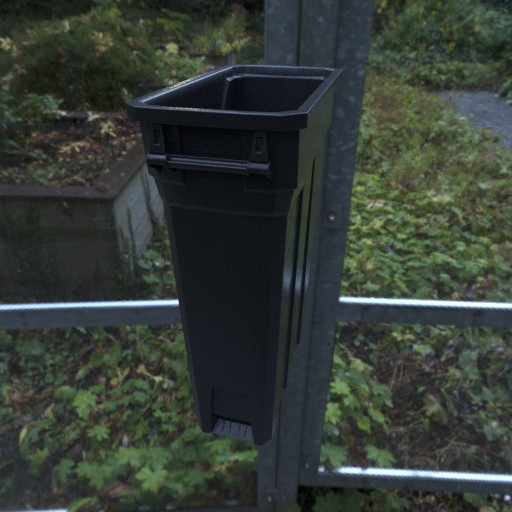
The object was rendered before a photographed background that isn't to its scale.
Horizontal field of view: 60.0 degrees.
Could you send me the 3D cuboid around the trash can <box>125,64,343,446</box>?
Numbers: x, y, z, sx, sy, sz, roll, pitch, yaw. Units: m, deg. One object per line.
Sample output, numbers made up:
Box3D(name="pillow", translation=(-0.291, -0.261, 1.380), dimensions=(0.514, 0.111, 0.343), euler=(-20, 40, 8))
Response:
Box3D(name="trash can", translation=(0.000, 0.000, 1.033), dimensions=(0.281, 0.762, 0.559), euler=(8, 31, 13))
